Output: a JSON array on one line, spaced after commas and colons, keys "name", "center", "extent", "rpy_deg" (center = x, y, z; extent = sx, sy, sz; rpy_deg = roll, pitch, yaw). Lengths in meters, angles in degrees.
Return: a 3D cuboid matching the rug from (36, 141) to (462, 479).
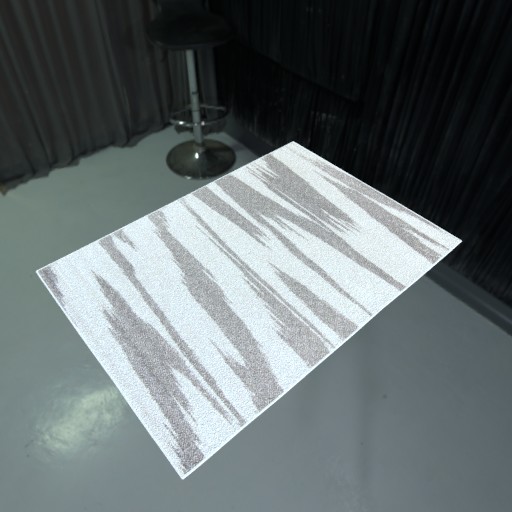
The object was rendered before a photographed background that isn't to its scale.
[{"name": "rug", "center": [0.000, 0.000, 2.715], "extent": [2.142, 0.010, 1.533], "rpy_deg": [-32, 55, -27]}]
